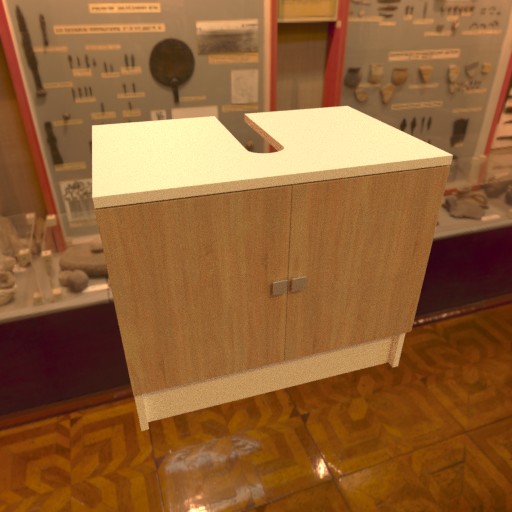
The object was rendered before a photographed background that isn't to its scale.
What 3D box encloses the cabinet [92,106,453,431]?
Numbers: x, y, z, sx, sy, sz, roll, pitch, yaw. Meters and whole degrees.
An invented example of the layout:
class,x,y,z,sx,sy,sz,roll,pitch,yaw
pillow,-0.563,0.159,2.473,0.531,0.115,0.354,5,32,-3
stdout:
class,x,y,z,sx,sy,sz,roll,pitch,yaw
cabinet,0.000,0.000,0.985,0.600,0.522,0.400,-9,33,-15
